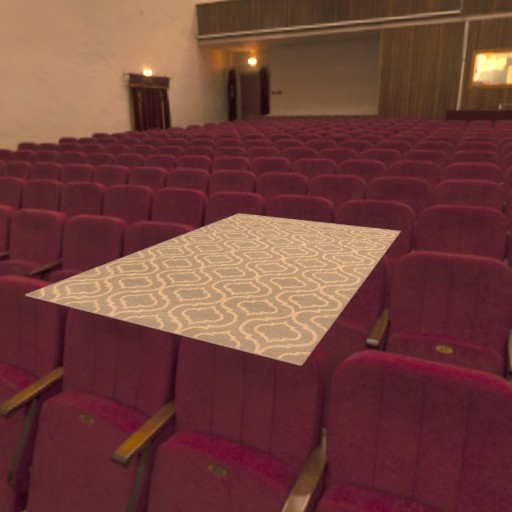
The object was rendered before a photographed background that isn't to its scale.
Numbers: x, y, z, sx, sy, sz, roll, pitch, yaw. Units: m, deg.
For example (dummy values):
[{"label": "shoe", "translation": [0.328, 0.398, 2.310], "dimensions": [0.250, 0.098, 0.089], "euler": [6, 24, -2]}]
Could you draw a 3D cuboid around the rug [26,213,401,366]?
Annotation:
[{"label": "rug", "translation": [0.000, 0.000, 2.230], "dimensions": [1.141, 0.015, 1.749], "euler": [8, 19, 25]}]
